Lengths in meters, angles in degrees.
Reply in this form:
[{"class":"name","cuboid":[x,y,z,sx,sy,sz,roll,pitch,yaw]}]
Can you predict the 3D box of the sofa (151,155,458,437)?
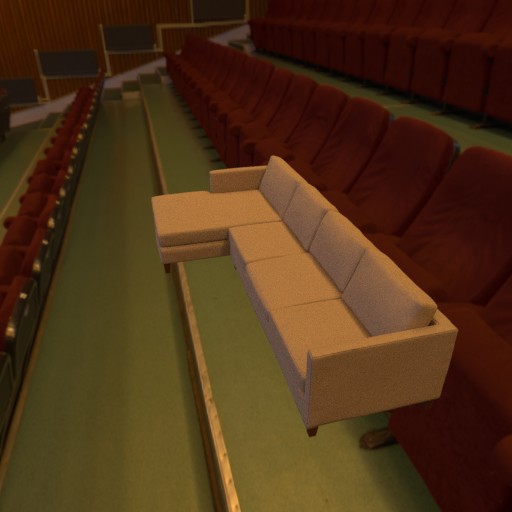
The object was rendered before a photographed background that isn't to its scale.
[{"class":"sofa","cuboid":[0.000,0.000,3.868,1.625,0.846,3.186,-8,31,-13]}]
